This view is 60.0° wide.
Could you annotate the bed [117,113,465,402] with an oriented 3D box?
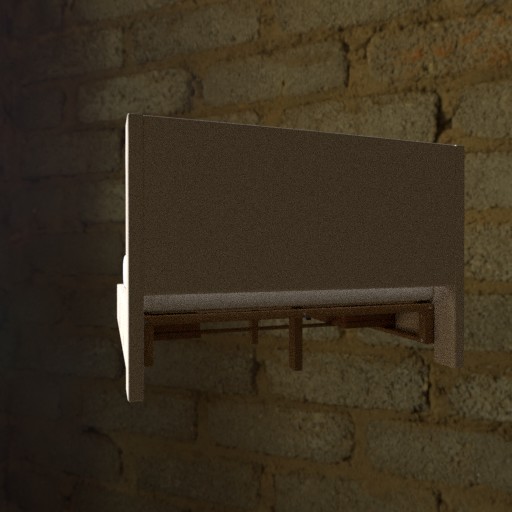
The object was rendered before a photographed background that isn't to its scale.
[{"bbox_3d":[0.000,0.000,3.654,2.145,1.471,2.293,0,0,-19],"label":"bed"}]
